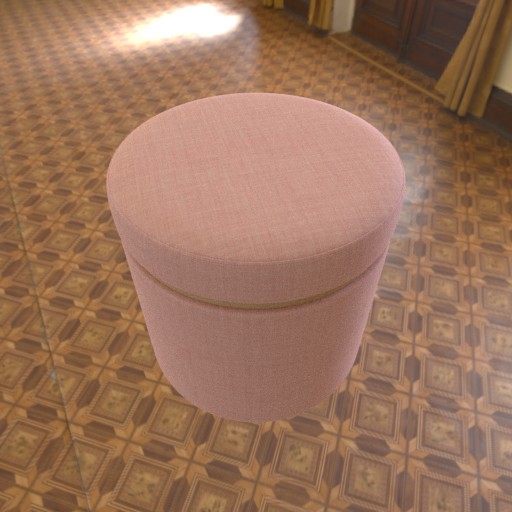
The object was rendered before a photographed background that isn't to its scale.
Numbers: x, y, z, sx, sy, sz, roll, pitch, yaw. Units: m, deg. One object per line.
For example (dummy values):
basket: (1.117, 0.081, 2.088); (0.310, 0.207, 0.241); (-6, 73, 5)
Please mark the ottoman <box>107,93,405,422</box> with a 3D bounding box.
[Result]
ottoman: (0.000, 0.000, 0.731); (0.400, 0.406, 0.400); (0, 45, 0)
